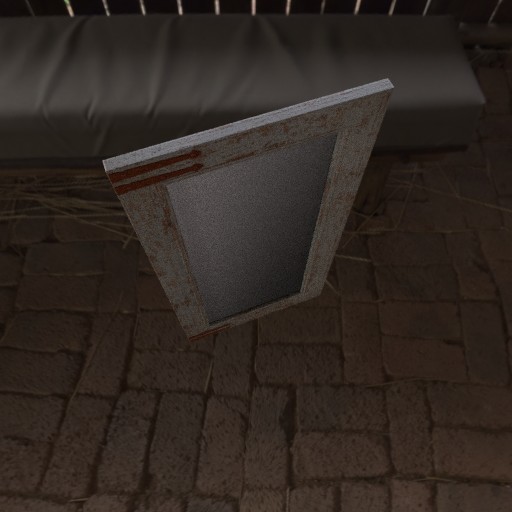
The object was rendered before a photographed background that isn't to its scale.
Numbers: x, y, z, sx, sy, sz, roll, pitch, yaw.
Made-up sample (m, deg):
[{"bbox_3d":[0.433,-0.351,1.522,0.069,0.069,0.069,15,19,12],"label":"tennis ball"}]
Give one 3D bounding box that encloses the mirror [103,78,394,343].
[{"bbox_3d":[0.000,0.000,1.095,0.472,0.922,0.027,-19,65,-9],"label":"mirror"}]
